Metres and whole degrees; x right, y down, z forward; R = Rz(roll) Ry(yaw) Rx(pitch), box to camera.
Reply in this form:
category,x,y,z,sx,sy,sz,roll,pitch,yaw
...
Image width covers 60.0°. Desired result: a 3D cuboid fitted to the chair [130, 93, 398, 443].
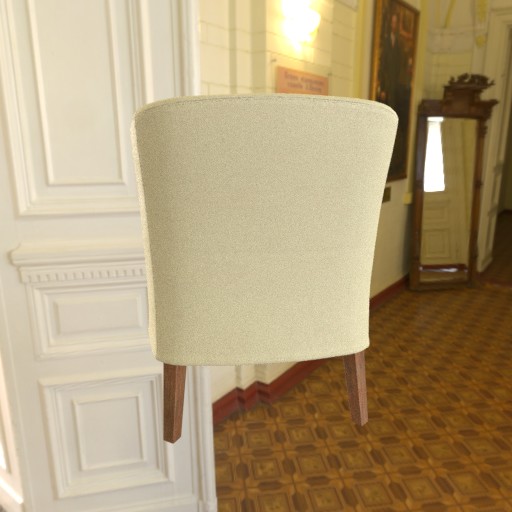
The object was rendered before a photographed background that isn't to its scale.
category,x,y,z,sx,sy,sz,roll,pitch,yaw
chair,0.000,0.000,1.281,0.643,0.822,0.657,-2,14,-8
